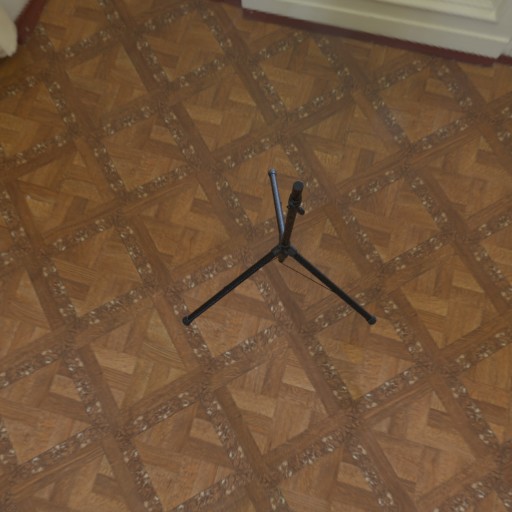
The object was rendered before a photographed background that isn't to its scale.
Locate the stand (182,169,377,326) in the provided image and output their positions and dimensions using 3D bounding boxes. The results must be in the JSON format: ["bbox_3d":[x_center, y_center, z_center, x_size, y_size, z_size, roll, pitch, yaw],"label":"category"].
[{"bbox_3d":[0.000,0.000,1.900,0.907,1.136,1.045,-29,78,-7],"label":"stand"}]
